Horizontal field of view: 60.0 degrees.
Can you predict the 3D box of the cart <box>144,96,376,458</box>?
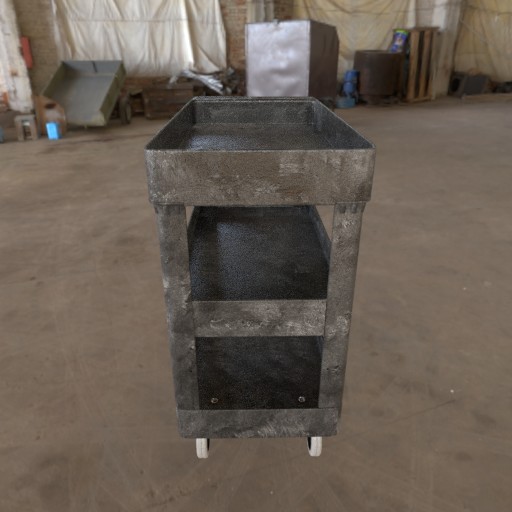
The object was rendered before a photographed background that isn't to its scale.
[{"bbox_3d":[0.000,0.000,1.336,0.420,0.824,0.877,0,25,-1],"label":"cart"}]
